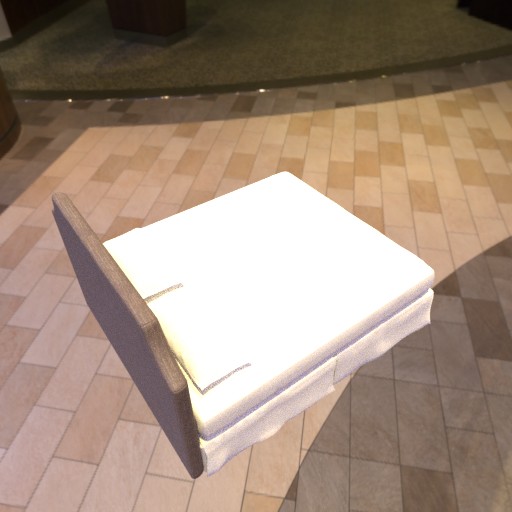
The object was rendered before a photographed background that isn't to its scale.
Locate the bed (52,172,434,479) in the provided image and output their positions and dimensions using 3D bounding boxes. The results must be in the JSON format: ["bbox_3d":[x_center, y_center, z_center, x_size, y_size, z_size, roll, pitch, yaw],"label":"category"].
[{"bbox_3d":[0.000,0.000,4.086,2.773,1.590,2.350,-26,48,-26],"label":"bed"}]
